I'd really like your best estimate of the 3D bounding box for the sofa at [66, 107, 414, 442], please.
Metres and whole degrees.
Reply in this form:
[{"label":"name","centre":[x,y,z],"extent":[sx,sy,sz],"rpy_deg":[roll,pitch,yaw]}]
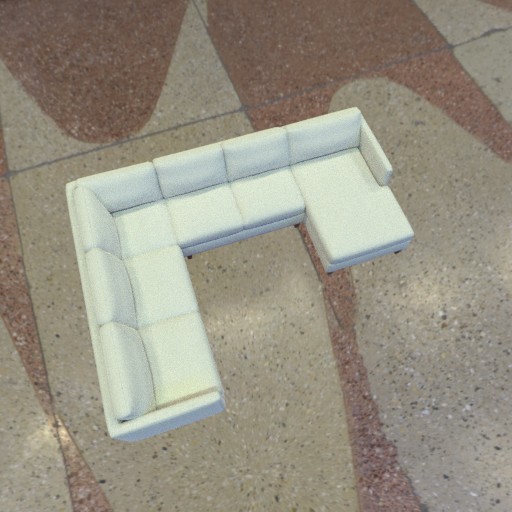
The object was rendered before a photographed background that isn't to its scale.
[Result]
[{"label":"sofa","centre":[0.000,0.000,4.384],"extent":[3.238,0.853,2.551],"rpy_deg":[-17,65,-8]}]
